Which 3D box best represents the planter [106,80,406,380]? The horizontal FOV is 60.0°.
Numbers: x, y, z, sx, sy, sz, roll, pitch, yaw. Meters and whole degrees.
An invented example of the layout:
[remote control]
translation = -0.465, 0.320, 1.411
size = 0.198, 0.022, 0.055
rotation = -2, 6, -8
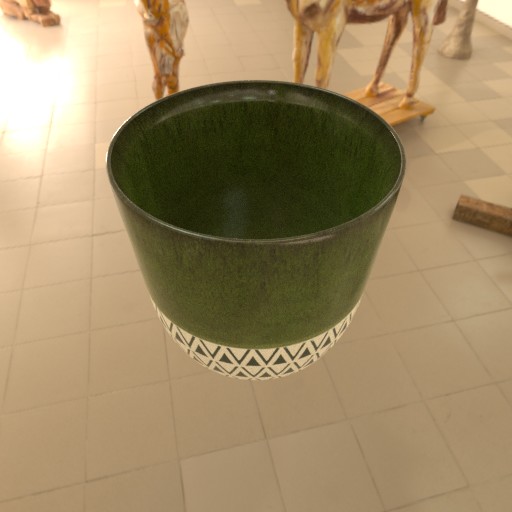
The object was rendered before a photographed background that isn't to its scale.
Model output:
[planter]
translation = 0.000, 0.000, 0.466
size = 0.245, 0.270, 0.245
rotation = 0, 45, 0
